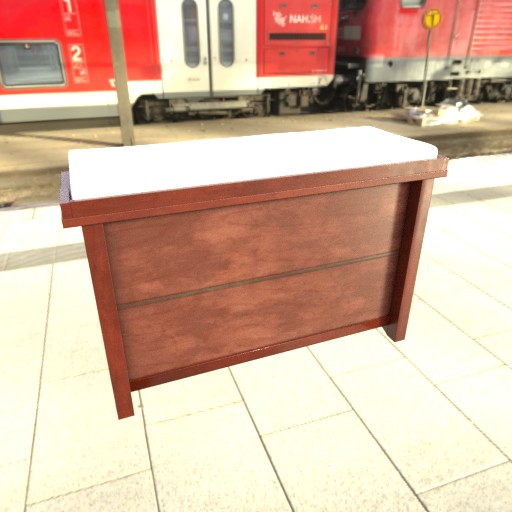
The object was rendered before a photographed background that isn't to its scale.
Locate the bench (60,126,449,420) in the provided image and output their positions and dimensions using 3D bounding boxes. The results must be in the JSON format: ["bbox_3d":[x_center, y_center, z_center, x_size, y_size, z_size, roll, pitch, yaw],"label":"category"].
[{"bbox_3d":[0.000,0.000,1.323,0.987,0.646,0.369,-10,28,-19],"label":"bench"}]
